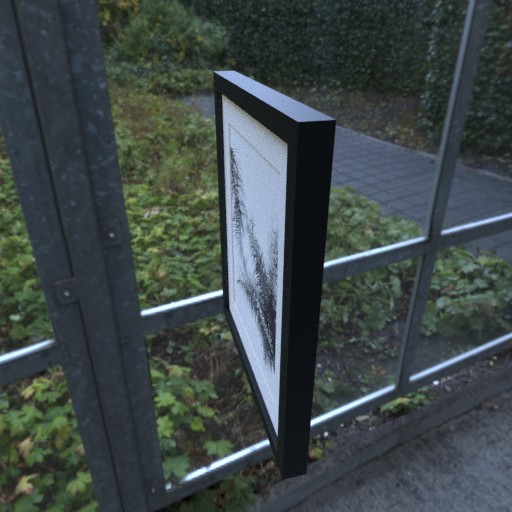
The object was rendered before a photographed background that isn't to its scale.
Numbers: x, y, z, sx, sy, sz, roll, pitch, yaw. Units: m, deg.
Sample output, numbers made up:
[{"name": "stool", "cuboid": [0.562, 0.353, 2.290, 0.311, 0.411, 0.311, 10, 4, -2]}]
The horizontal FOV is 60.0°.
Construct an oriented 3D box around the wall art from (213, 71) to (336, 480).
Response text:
[{"name": "wall art", "cuboid": [0.000, 0.000, 0.532, 0.028, 0.380, 0.325, -7, 29, -13]}]
